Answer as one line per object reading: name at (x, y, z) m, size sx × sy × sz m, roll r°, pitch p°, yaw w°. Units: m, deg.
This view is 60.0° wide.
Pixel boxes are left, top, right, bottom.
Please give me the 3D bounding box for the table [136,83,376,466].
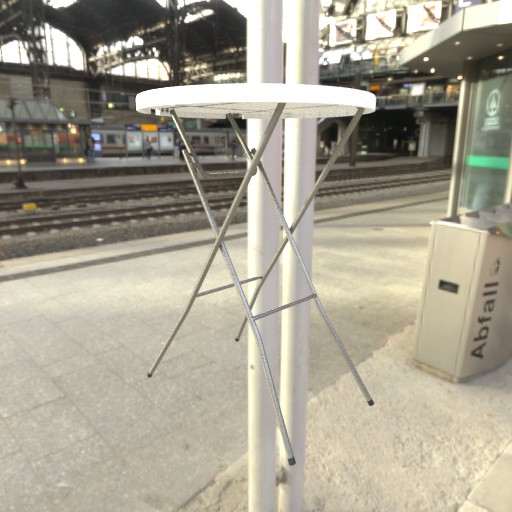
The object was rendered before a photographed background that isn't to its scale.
table at (0.000, 0.000, 1.645) m, size 0.792 × 1.105 × 0.795 m, roll -14°, pitch 20°, yaw -43°
